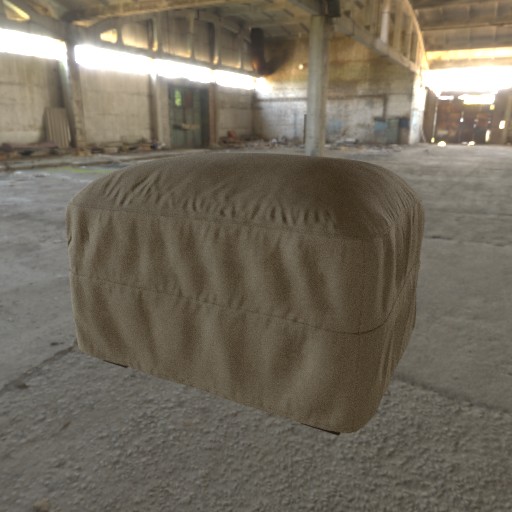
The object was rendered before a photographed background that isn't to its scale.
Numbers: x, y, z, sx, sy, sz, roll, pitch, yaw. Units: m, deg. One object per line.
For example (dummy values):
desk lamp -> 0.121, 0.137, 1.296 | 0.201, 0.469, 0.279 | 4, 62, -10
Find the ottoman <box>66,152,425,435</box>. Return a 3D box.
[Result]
ottoman -> 0.000, 0.000, 1.061 | 0.712, 0.480, 0.584 | 8, 18, 26
